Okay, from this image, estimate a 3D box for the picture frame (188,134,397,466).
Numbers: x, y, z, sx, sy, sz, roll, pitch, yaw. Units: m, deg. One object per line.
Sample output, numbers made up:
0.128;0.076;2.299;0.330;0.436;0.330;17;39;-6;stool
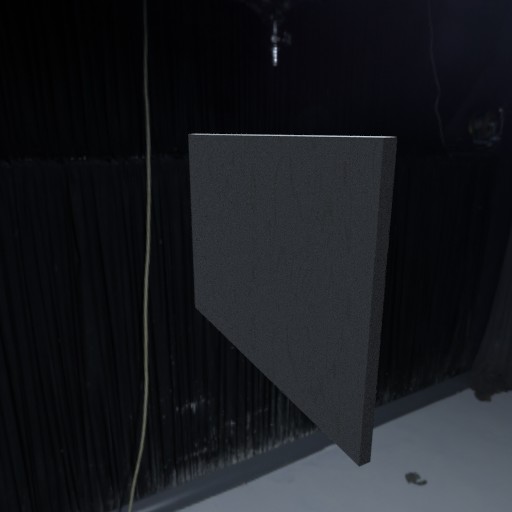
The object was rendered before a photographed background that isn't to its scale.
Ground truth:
0.000;0.000;1.217;0.029;0.640;0.950;-8;18;-27;picture frame
